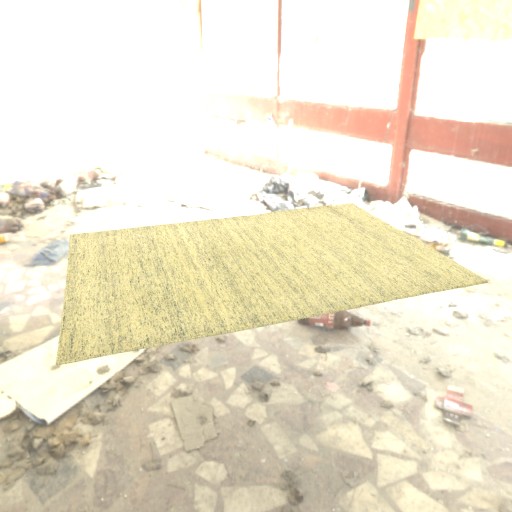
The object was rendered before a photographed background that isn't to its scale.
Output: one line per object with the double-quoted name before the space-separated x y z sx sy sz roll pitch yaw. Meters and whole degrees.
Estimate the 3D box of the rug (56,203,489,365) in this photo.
"rug" 0.000 0.000 2.812 2.263 0.017 1.523 -8 26 -17
